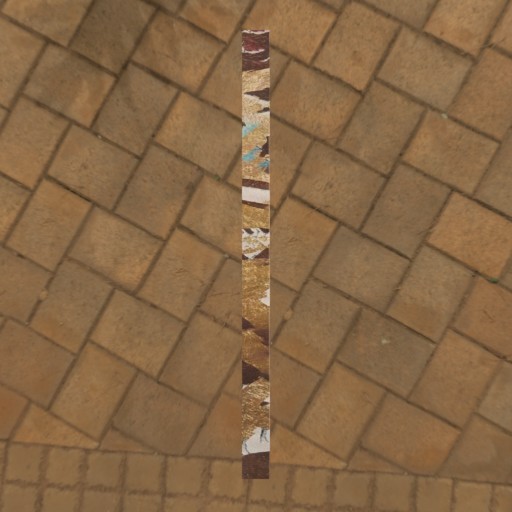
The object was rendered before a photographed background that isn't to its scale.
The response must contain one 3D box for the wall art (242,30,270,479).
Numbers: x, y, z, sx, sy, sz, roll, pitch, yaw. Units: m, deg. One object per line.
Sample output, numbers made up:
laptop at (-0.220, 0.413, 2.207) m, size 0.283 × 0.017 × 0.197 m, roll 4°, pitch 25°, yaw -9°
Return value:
wall art at (0.000, 0.000, 0.907) m, size 0.041 × 0.613 × 0.609 m, roll 0°, pitch 89°, yaw 0°
